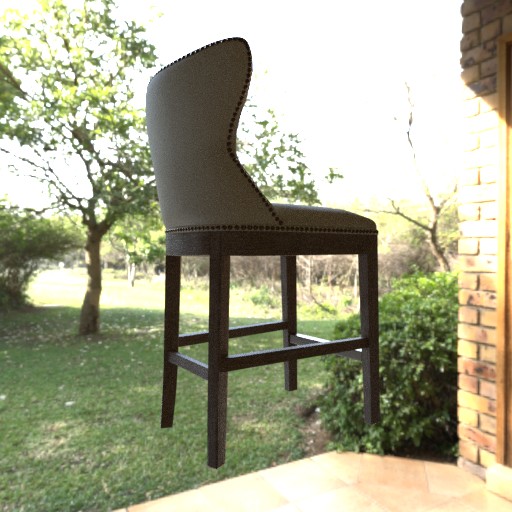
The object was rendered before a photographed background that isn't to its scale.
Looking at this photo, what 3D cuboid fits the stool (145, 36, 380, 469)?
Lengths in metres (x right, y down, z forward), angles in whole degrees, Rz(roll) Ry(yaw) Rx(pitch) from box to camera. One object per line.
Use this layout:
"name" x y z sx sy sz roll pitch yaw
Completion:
"stool" 0.000 0.000 1.285 0.608 0.981 0.498 0 1 -35
